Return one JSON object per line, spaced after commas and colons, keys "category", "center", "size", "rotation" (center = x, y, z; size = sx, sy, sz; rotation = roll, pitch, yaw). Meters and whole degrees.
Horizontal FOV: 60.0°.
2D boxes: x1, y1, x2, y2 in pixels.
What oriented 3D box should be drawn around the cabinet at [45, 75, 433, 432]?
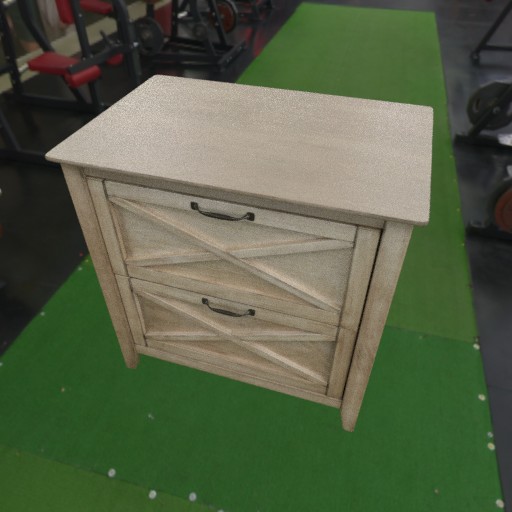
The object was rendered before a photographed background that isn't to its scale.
{"category": "cabinet", "center": [0.000, 0.000, 1.252], "size": [0.763, 0.762, 0.503], "rotation": [12, 43, 13]}
